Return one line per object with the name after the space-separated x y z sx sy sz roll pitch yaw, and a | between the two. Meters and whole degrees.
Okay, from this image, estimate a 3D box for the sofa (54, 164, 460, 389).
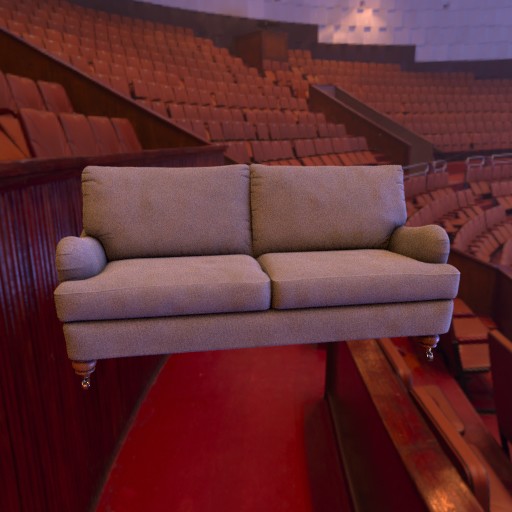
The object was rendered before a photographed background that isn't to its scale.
0.000 0.000 2.768 2.193 1.096 1.069 -2 15 -9 | sofa
